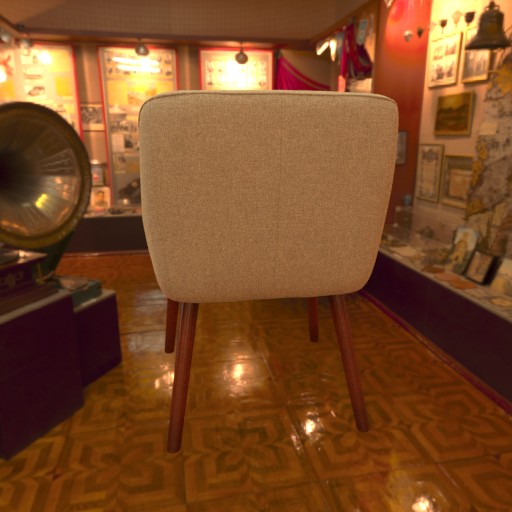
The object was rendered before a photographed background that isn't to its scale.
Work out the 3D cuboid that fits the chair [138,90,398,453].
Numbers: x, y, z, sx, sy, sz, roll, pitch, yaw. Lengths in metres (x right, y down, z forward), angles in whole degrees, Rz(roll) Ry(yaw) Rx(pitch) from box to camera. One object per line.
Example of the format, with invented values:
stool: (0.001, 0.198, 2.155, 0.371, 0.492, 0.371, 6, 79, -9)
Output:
chair: (0.000, 0.000, 1.228, 0.610, 0.813, 0.610, -2, 15, -9)
